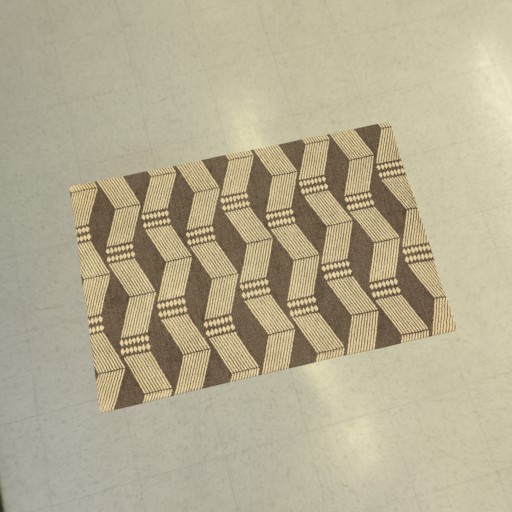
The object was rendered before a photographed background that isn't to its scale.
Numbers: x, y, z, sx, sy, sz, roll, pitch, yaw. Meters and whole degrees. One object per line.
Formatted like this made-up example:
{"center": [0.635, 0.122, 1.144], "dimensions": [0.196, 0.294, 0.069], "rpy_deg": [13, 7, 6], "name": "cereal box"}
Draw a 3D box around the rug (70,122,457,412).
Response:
{"center": [0.000, 0.000, 2.346], "dimensions": [1.833, 0.016, 1.210], "rpy_deg": [-12, 77, -3], "name": "rug"}
